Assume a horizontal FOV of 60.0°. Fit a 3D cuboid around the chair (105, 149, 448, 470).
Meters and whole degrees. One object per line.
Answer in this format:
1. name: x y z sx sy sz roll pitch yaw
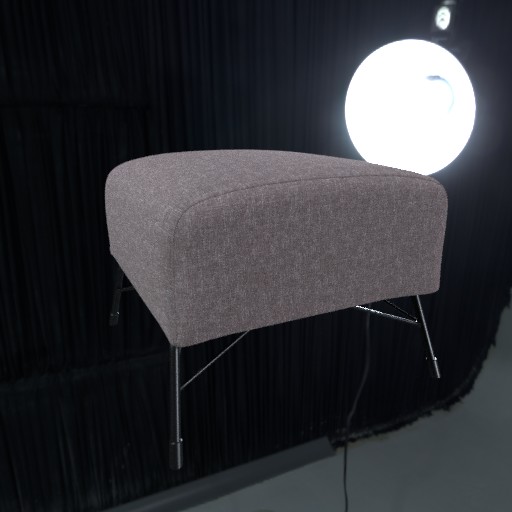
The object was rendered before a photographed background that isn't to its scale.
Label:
1. chair: 0.000 0.000 0.897 0.530 0.410 0.530 -8 19 -26
